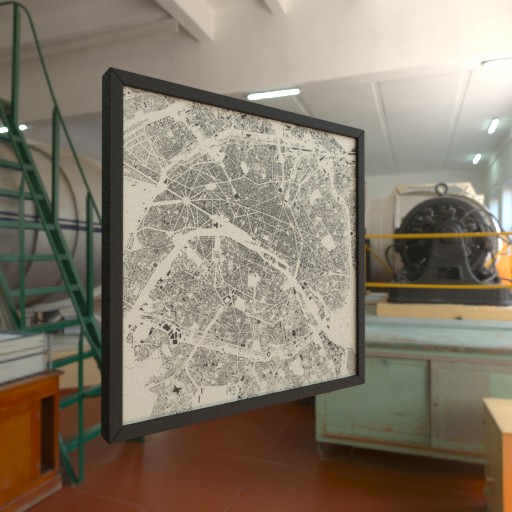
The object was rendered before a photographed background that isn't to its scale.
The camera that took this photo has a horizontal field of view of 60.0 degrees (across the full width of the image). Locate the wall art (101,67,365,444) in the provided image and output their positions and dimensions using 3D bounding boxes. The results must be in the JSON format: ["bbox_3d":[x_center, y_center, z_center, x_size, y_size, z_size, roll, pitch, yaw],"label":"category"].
[{"bbox_3d":[0.000,0.000,0.756,0.508,0.508,0.037,0,-1,-35],"label":"wall art"}]
